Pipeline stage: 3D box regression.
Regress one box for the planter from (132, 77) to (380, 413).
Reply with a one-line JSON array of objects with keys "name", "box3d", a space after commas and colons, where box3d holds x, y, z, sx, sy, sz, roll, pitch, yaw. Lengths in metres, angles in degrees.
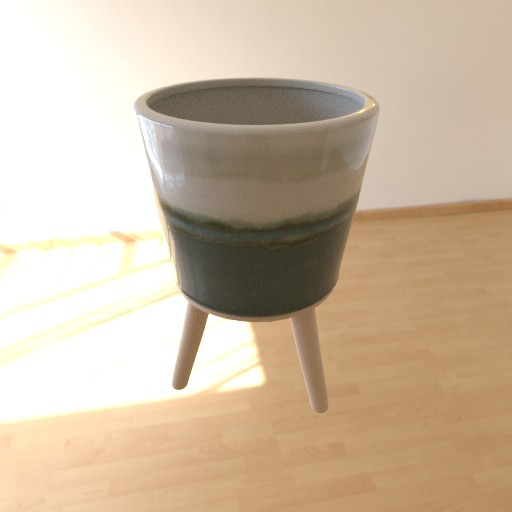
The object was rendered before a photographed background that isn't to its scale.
[{"name": "planter", "box3d": [0.000, 0.000, 0.480, 0.217, 0.331, 0.217, -20, 36, -30]}]
